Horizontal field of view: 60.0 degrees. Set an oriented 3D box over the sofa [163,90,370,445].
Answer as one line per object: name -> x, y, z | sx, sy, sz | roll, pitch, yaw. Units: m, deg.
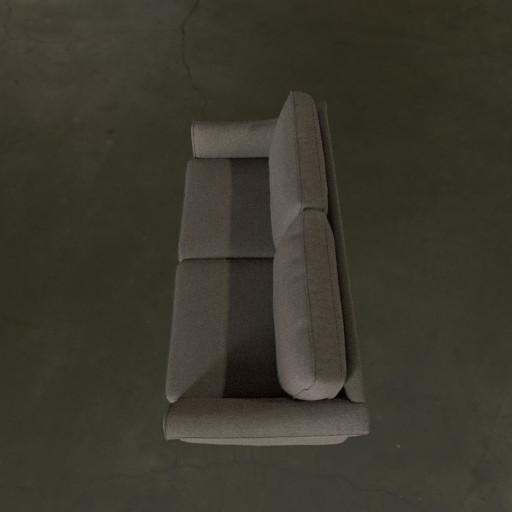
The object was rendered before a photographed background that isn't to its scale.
sofa -> 0.000, 0.000, 2.773 | 1.013, 0.976, 2.203 | 0, 58, 0
